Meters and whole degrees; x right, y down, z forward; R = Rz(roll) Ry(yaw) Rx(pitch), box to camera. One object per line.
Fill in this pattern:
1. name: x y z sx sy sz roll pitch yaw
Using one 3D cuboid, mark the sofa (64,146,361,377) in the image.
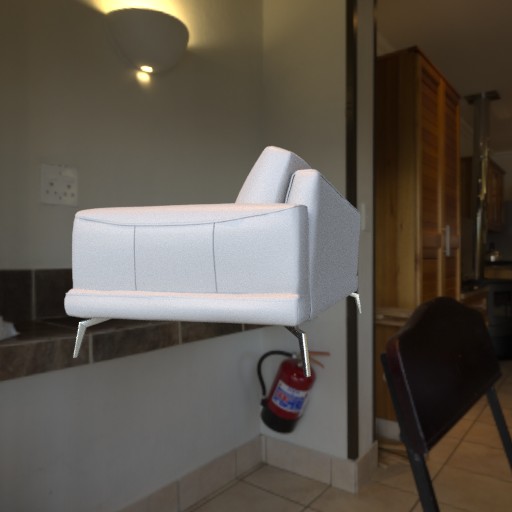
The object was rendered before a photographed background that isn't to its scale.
1. sofa: 0.000 0.000 2.775 1.121 0.930 2.177 0 0 19
